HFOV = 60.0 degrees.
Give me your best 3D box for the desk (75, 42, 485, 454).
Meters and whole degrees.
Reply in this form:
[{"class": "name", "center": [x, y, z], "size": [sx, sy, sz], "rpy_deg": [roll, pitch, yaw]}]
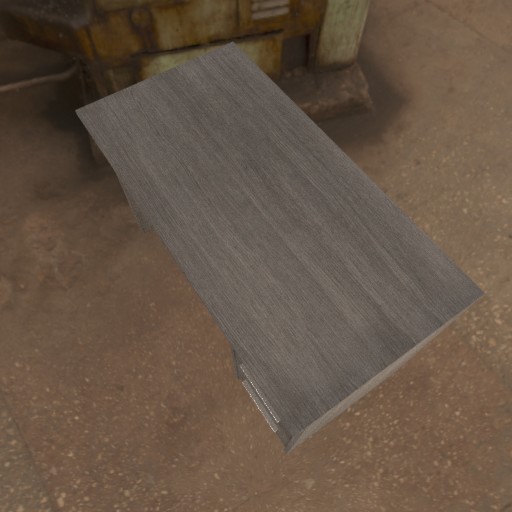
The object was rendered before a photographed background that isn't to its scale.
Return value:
[{"class": "desk", "center": [0.000, 0.000, 1.506], "size": [0.560, 0.735, 1.097], "rpy_deg": [-31, 66, -15]}]
